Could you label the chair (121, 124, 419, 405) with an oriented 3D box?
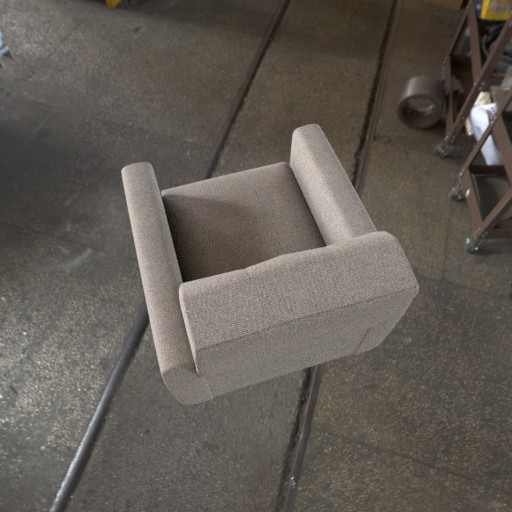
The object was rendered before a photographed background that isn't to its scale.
[{"bbox_3d":[0.000,0.000,1.688,0.845,0.968,0.942,-15,61,-8],"label":"chair"}]
